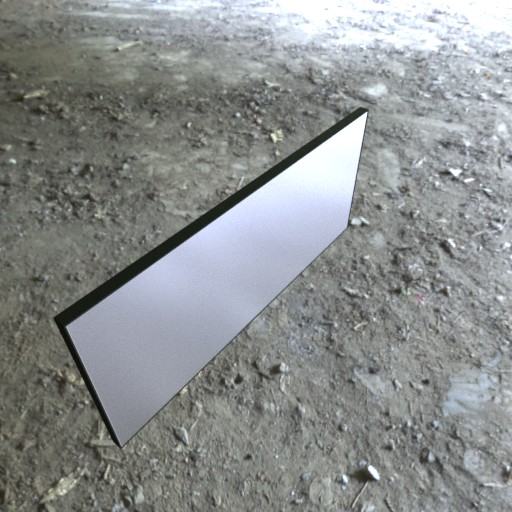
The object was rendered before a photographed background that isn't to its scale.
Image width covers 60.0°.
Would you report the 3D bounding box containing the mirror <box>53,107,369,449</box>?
[{"bbox_3d":[0.000,0.000,1.795,0.047,0.692,1.584,28,50,27],"label":"mirror"}]
